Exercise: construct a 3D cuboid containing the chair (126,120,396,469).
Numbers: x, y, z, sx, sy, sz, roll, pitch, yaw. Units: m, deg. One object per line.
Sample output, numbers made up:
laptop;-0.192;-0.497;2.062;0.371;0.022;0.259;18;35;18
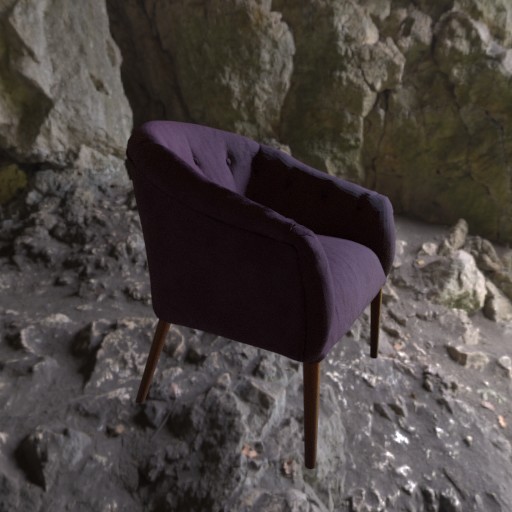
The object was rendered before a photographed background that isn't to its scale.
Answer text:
chair;0.000;0.000;1.487;0.776;0.885;0.851;7;15;27
